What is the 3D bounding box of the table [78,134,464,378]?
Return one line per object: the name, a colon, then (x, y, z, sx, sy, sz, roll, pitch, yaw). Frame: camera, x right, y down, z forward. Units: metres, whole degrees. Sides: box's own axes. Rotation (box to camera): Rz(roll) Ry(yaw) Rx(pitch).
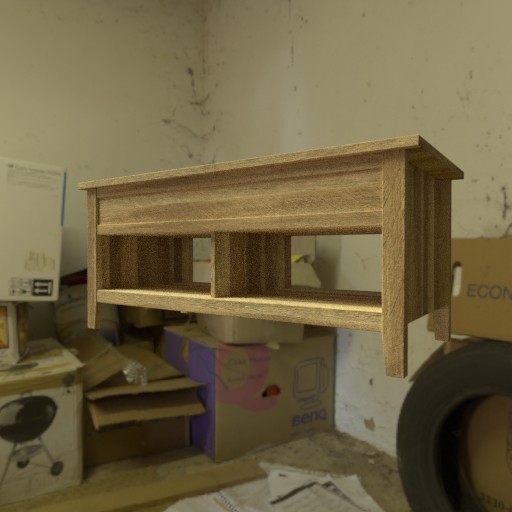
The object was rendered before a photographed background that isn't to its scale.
table: (0.000, 0.000, 1.367, 1.095, 0.480, 0.493, 0, 1, 34)
